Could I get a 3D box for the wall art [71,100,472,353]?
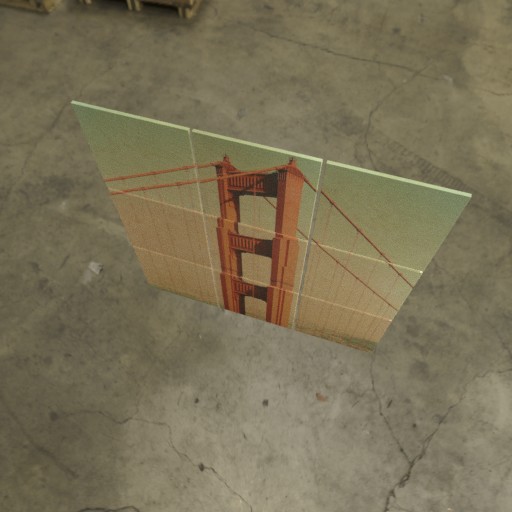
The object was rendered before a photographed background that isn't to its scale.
[{"bbox_3d":[0.000,0.000,1.803,1.214,1.219,0.013,16,59,9],"label":"wall art"}]
